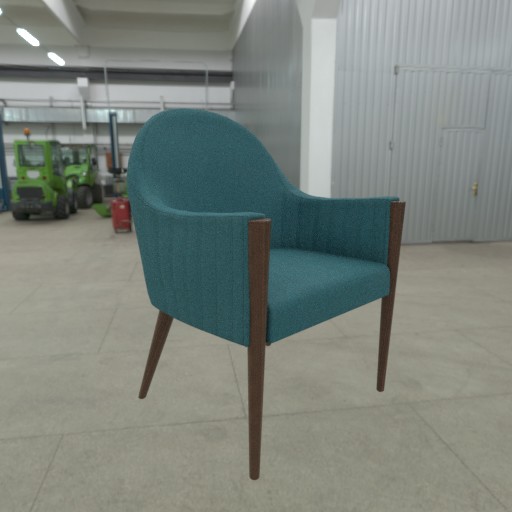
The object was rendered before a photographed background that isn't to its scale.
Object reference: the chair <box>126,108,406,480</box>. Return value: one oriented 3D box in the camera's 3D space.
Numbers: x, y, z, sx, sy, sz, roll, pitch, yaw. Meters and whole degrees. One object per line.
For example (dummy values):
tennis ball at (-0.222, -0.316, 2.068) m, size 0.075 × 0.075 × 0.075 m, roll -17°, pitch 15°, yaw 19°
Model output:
chair at (0.000, 0.000, 1.357) m, size 0.656 × 0.907 × 0.652 m, roll -12°, pitch 17°, yaw -43°
